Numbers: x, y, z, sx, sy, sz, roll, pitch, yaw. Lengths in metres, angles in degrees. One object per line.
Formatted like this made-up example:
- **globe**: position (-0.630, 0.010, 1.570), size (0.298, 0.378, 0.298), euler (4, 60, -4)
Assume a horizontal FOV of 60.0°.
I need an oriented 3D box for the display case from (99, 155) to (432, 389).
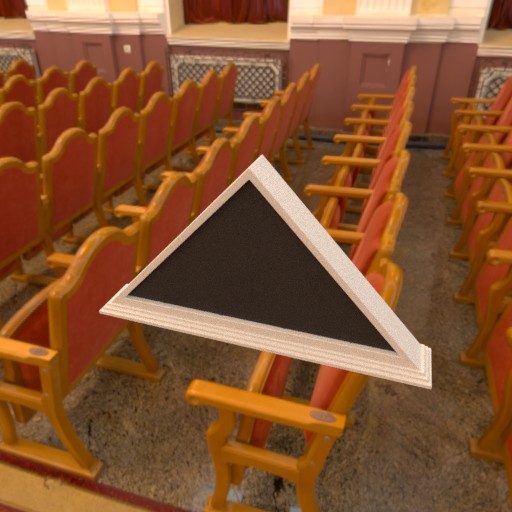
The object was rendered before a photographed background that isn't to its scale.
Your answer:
- **display case**: position (0.000, 0.000, 0.768), size (0.640, 0.340, 0.095), euler (10, 33, 15)
